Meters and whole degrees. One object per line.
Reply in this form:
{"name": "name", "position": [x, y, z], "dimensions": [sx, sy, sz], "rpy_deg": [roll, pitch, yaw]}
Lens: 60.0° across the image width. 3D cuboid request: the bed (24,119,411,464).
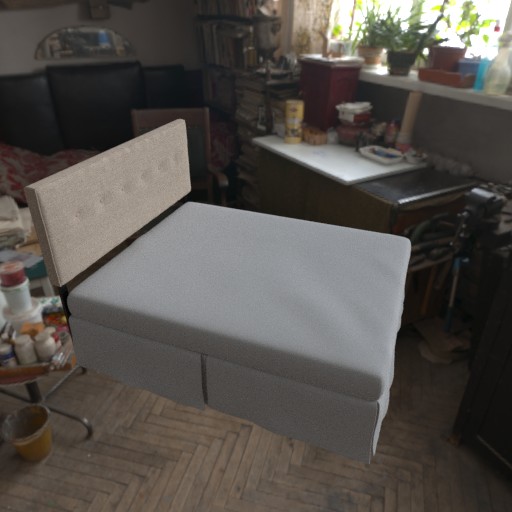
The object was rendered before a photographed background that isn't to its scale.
{"name": "bed", "position": [0.000, 0.000, 2.931], "dimensions": [1.978, 1.270, 1.643], "rpy_deg": [11, 32, 18]}
